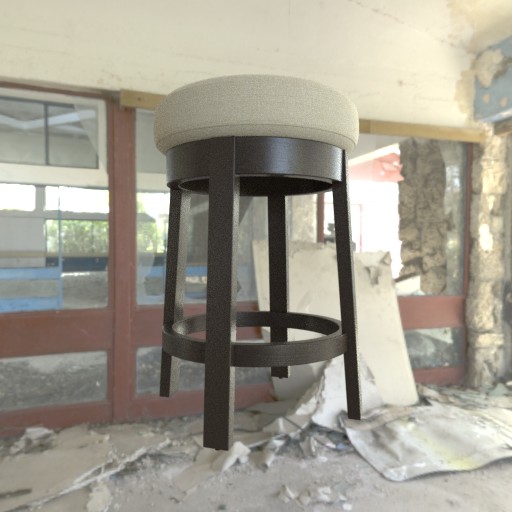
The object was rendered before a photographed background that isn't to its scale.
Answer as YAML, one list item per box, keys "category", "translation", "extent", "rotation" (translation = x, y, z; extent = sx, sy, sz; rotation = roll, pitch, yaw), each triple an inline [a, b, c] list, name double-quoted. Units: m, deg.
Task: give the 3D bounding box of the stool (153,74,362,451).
- category: "stool"
  translation: [0.000, 0.000, 0.956]
  extent: [0.449, 0.655, 0.449]
  rotation: [0, 2, 0]
